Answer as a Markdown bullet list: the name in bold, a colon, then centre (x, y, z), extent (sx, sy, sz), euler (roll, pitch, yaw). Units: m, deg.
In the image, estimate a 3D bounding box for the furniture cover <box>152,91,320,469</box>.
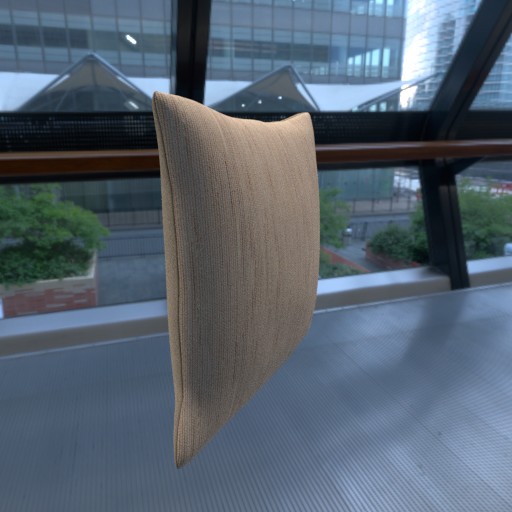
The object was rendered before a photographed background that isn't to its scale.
- **furniture cover**: centre (0.000, 0.000, 0.782), extent (0.178, 0.506, 0.512), euler (7, 17, 26)
